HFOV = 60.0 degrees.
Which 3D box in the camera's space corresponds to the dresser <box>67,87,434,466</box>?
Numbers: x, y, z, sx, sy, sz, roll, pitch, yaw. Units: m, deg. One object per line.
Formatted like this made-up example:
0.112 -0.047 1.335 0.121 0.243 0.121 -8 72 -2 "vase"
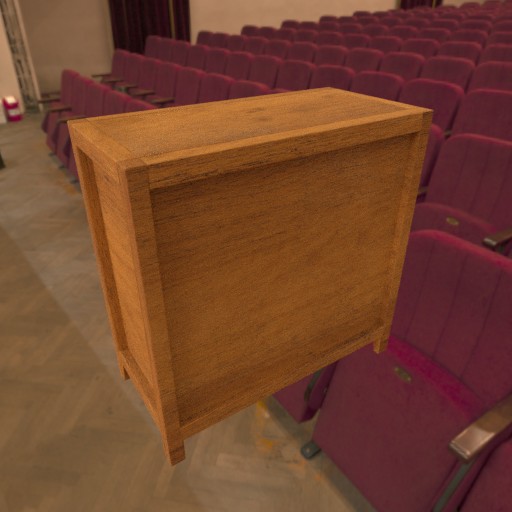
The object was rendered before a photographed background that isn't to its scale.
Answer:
0.000 0.000 1.286 0.804 0.804 0.427 -18 35 -28 "dresser"
